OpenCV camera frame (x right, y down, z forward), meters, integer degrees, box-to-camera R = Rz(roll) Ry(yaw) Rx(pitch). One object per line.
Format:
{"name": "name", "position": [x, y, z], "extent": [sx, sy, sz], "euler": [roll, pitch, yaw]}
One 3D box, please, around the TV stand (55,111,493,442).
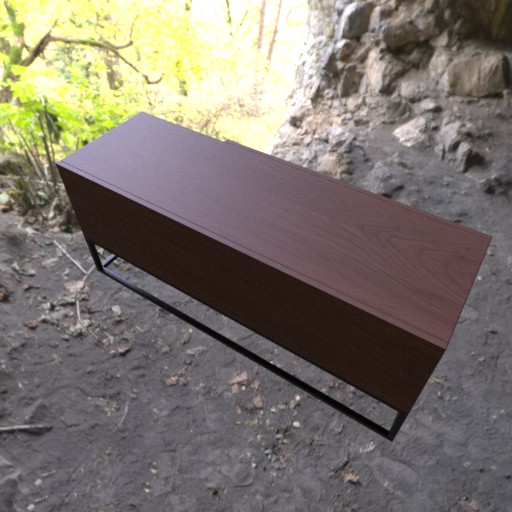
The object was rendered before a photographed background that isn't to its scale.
{"name": "TV stand", "position": [0.000, 0.000, 1.434], "extent": [1.200, 0.500, 0.415], "euler": [25, 52, 22]}
